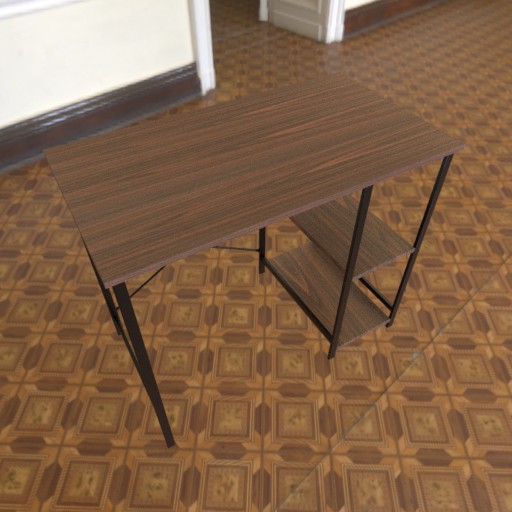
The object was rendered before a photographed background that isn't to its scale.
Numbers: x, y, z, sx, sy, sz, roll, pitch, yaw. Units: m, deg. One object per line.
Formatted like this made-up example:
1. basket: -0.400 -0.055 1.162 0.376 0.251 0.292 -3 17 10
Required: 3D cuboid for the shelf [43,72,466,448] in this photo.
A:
1. shelf: 0.000 0.000 1.342 0.902 0.750 0.498 -22 49 -21
